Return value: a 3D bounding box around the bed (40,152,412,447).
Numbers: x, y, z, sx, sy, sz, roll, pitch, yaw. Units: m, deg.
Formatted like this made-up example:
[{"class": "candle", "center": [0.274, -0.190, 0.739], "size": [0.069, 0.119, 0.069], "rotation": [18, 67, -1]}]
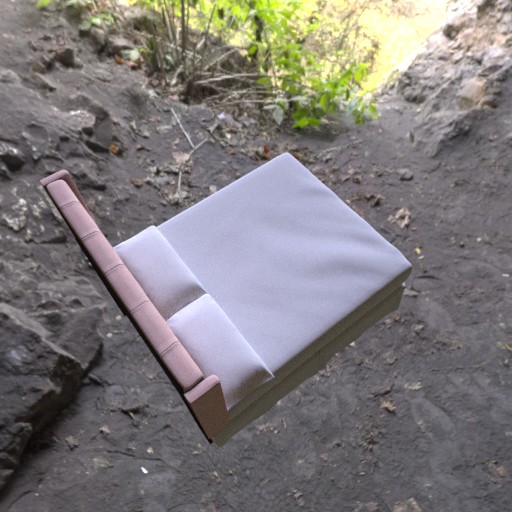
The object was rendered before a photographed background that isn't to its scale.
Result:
[{"class": "bed", "center": [0.000, 0.000, 3.399], "size": [2.066, 1.665, 1.719], "rotation": [-33, 64, -18]}]
